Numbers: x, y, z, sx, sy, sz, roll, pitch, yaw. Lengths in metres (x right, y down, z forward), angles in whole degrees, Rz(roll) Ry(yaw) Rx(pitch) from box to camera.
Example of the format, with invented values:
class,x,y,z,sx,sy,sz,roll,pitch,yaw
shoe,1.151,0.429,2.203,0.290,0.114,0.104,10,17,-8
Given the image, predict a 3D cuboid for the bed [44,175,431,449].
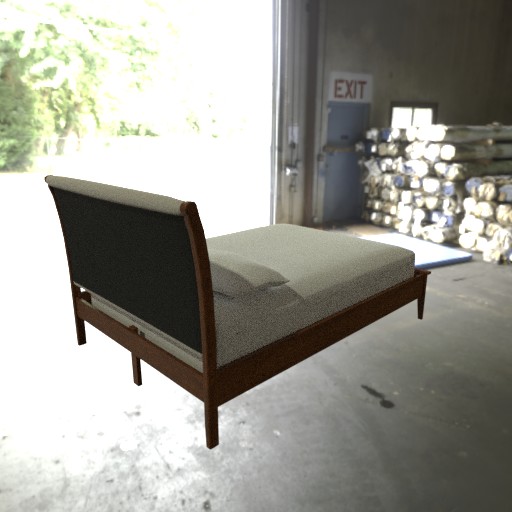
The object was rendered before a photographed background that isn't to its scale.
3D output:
class,x,y,z,sx,sy,sz,roll,pitch,yaw
bed,0.000,0.000,3.277,2.380,1.250,1.612,-15,22,-42
